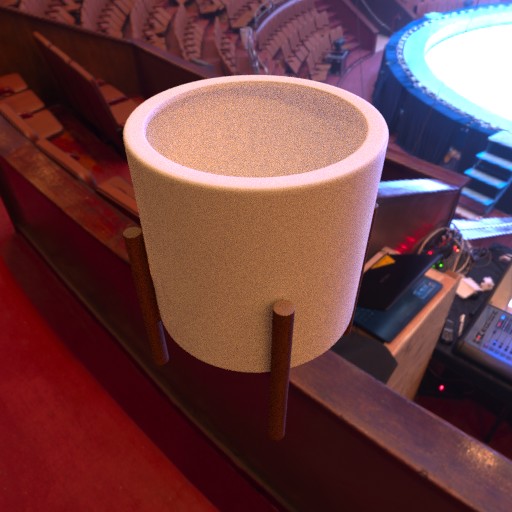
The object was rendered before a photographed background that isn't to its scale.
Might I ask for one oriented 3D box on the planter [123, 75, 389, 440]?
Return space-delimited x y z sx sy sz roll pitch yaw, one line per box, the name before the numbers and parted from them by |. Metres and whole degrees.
planter | 0.000 0.000 0.902 0.421 0.581 0.420 26 47 27
